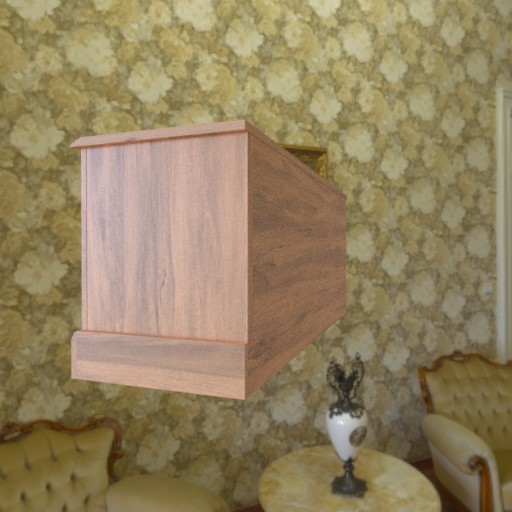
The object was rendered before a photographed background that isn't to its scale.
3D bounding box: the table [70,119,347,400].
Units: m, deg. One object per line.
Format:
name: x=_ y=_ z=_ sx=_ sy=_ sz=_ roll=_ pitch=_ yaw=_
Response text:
table: x=0.000 y=0.000 z=1.436 sx=0.400 sy=0.510 sz=1.200 roll=0 pitch=1 yaw=20
